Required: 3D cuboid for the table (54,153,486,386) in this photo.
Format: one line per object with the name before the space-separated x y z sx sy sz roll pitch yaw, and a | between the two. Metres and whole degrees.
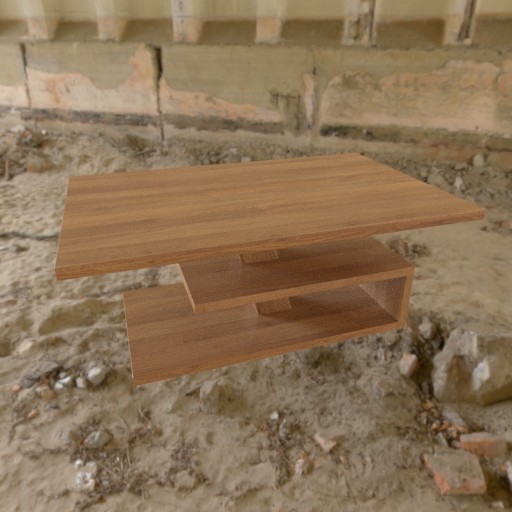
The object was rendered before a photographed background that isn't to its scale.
table | 0.000 0.000 1.456 1.100 0.442 0.700 -8 28 -16
